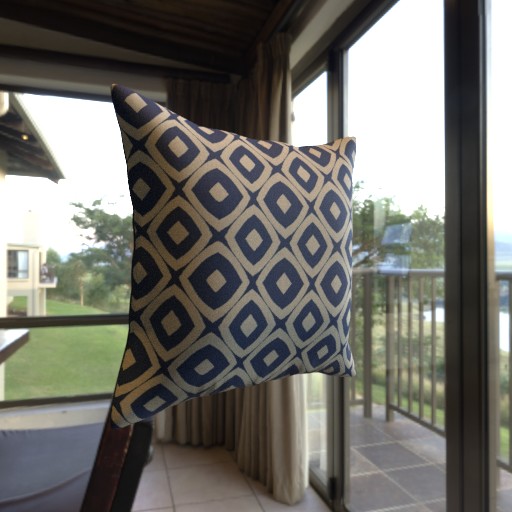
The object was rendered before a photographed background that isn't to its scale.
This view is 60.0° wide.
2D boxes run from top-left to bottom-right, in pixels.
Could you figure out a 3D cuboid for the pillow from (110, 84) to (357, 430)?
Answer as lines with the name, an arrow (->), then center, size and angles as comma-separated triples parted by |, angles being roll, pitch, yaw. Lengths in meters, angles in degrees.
pillow -> 0.000, 0.000, 0.774 | 0.504, 0.494, 0.188 | 0, 0, -35
